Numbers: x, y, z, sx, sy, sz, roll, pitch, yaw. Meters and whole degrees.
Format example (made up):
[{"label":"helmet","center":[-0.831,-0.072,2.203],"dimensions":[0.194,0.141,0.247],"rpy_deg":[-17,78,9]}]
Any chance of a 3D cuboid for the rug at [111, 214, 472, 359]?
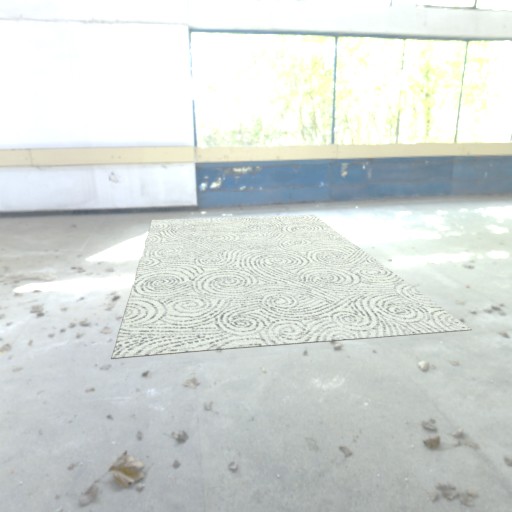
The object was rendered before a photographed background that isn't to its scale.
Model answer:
[{"label":"rug","center":[0.000,0.000,2.971],"dimensions":[1.524,0.005,2.439],"rpy_deg":[-3,18,-9]}]
